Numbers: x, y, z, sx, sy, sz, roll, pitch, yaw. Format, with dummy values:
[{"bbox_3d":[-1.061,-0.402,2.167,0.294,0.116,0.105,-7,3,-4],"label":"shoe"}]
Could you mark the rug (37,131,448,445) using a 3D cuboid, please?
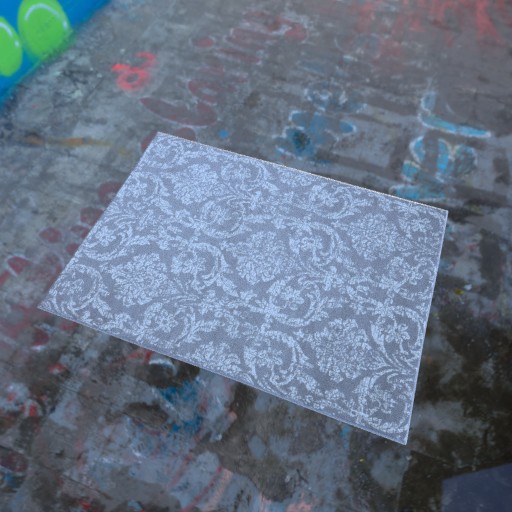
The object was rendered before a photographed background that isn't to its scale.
[{"bbox_3d":[0.000,0.000,2.830,2.206,0.014,1.578,18,60,10],"label":"rug"}]
